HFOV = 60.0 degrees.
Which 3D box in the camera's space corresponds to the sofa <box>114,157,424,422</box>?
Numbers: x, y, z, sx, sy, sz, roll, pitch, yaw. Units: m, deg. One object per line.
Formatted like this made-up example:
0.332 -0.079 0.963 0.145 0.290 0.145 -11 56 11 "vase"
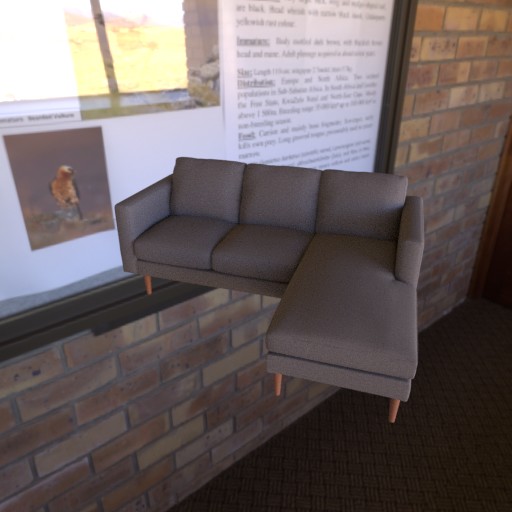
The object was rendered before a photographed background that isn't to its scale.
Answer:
0.000 0.000 2.914 2.031 0.897 1.591 8 27 16 "sofa"
